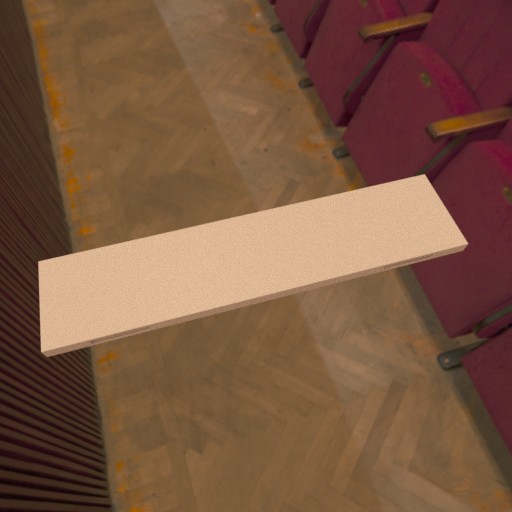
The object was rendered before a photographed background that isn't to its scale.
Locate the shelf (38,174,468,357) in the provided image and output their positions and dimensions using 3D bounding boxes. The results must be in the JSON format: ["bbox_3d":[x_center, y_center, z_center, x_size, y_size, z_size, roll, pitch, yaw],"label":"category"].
[{"bbox_3d":[0.000,0.000,0.652,0.610,0.020,0.140,-14,60,-8],"label":"shelf"}]
